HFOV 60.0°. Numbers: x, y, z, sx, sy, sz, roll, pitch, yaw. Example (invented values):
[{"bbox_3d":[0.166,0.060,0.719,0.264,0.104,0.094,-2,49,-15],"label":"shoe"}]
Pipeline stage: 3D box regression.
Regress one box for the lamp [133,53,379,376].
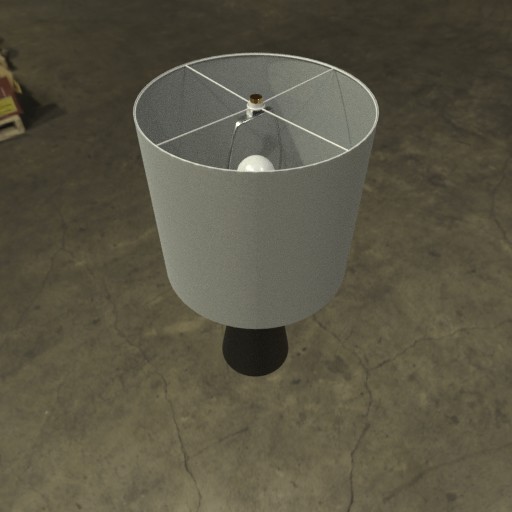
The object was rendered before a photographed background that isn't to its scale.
[{"bbox_3d":[0.000,0.000,0.770,0.308,0.580,0.308,-33,54,-28],"label":"lamp"}]
